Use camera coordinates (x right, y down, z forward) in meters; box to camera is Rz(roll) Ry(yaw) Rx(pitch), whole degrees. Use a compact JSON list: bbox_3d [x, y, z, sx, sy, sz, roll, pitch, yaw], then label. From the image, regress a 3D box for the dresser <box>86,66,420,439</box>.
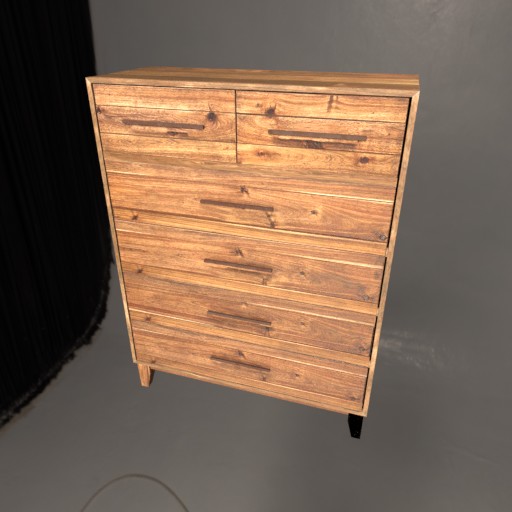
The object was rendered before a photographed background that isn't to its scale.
[{"bbox_3d":[0.000,0.000,1.842,1.062,1.393,0.442,8,29,15],"label":"dresser"}]
